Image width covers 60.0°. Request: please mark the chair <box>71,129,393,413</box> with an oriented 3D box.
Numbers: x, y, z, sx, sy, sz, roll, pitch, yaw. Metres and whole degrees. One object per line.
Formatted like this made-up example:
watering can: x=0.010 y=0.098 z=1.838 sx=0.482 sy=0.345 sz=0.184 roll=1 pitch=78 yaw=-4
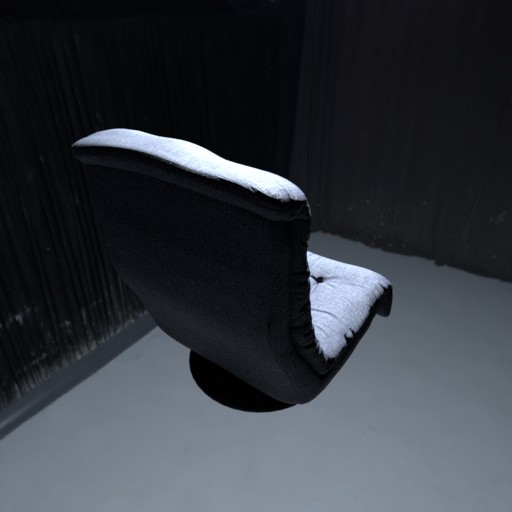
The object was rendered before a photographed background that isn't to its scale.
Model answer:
chair: x=0.000 y=0.000 z=1.201 sx=0.597 sy=0.749 sz=0.668 roll=22 pitch=37 yaw=31
